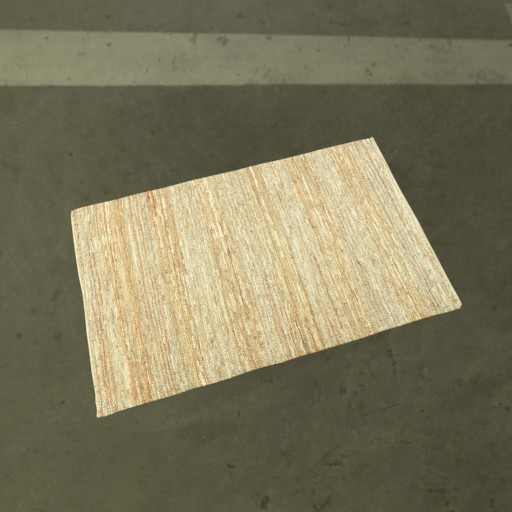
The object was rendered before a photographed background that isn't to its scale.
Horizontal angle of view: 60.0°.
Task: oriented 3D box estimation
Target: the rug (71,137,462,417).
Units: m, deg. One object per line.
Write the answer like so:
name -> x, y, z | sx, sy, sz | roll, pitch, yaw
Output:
rug -> 0.000, 0.000, 3.132 | 2.446, 0.009, 1.529 | -15, 65, -7
